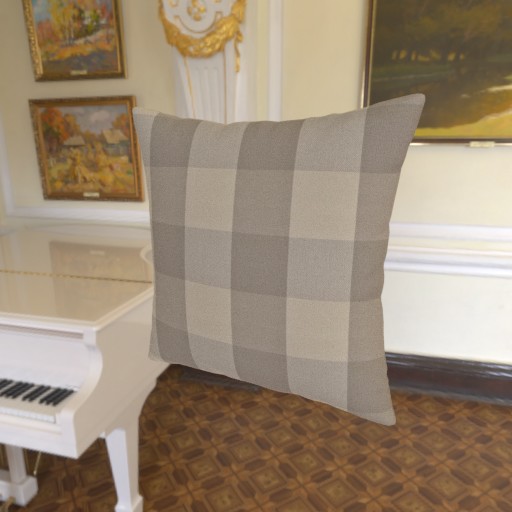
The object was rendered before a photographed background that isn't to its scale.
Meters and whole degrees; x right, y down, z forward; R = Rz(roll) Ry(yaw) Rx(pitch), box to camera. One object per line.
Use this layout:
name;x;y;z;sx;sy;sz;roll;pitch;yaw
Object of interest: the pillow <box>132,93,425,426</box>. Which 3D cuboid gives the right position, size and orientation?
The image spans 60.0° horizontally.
pillow;0.000;0.000;0.768;0.511;0.509;0.161;7;16;26
